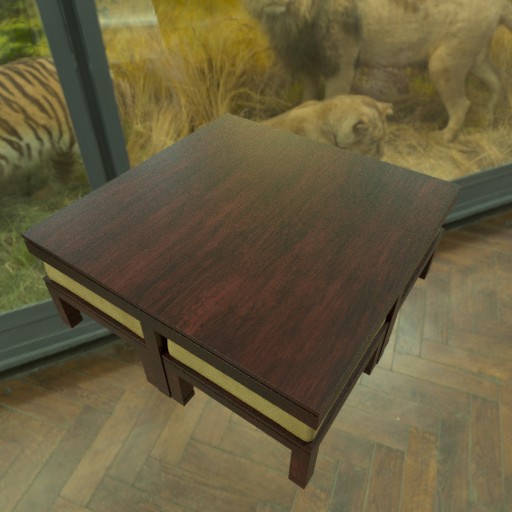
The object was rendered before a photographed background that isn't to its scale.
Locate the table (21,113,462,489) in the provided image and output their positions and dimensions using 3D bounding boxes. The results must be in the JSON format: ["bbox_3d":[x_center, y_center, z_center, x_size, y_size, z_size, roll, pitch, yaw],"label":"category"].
[{"bbox_3d":[0.000,0.000,1.333,0.865,0.356,0.865,25,48,25],"label":"table"}]
